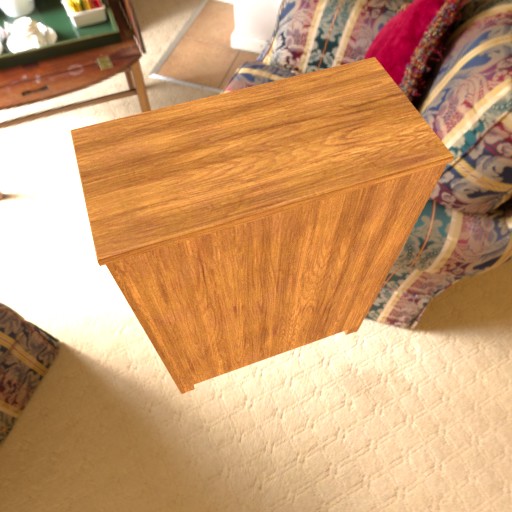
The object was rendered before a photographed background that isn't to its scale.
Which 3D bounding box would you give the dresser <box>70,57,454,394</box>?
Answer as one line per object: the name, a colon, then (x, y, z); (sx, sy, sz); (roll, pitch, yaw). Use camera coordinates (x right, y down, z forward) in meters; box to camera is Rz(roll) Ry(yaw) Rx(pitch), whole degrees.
dresser: (0.000, 0.000, 1.992); (1.081, 1.431, 0.558); (-17, 61, -10)
